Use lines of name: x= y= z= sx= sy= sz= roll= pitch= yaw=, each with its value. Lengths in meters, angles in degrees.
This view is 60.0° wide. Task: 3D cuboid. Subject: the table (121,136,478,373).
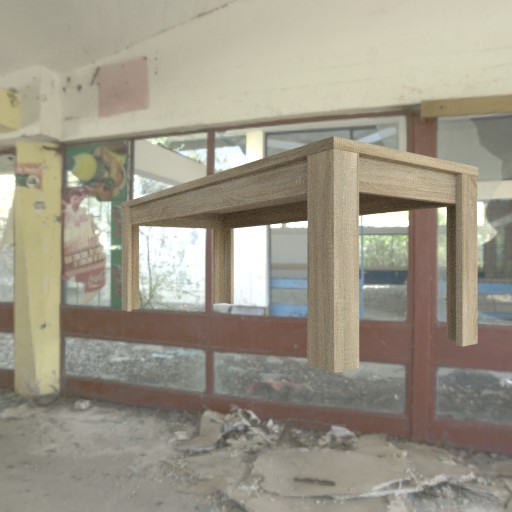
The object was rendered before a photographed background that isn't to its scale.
table: x=0.000 y=0.000 z=2.633 sx=0.900 sy=0.790 sz=2.200 roll=0 pitch=0 yaw=-35
